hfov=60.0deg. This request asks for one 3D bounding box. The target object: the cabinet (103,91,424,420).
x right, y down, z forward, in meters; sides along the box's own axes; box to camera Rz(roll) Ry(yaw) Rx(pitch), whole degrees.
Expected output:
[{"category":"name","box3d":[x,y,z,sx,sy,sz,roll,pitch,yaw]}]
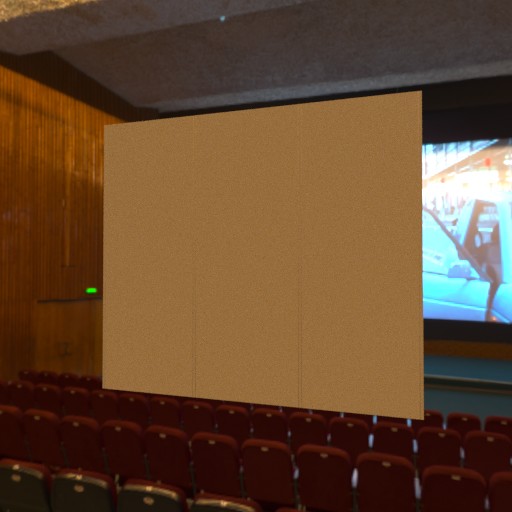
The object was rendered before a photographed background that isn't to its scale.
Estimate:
[{"category":"cabinet","box3d":[0.000,0.000,3.874,2.700,2.370,0.590,0,-1,17]}]
